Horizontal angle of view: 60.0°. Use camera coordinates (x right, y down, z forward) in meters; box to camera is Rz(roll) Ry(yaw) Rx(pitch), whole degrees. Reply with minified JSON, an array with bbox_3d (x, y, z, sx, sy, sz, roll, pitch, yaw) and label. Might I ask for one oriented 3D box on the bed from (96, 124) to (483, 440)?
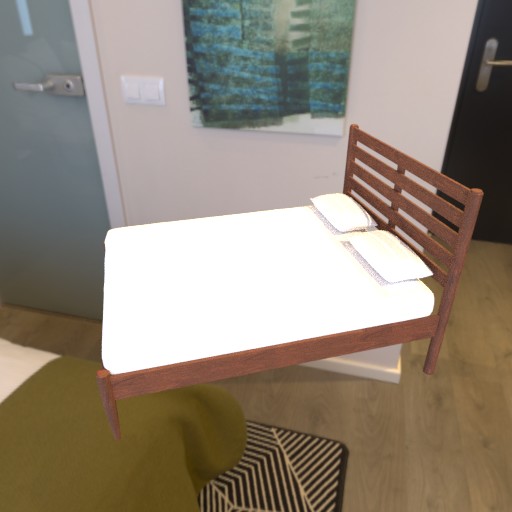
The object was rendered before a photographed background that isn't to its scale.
[{"bbox_3d":[0.000,0.000,3.037,2.093,1.304,1.509,-8,31,-13],"label":"bed"}]
